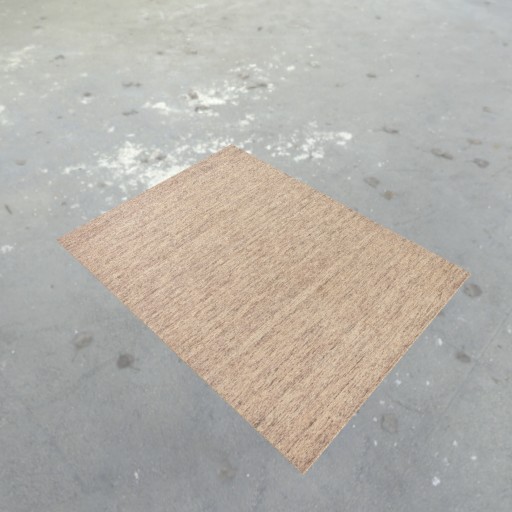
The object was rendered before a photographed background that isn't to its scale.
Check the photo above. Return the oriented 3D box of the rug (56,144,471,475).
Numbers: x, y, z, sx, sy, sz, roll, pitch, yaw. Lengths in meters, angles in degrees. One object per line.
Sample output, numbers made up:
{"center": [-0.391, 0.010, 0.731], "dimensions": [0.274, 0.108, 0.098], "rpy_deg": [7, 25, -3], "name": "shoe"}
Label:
{"center": [0.000, 0.000, 4.280], "dimensions": [3.205, 0.013, 2.448], "rpy_deg": [35, 55, 29], "name": "rug"}
